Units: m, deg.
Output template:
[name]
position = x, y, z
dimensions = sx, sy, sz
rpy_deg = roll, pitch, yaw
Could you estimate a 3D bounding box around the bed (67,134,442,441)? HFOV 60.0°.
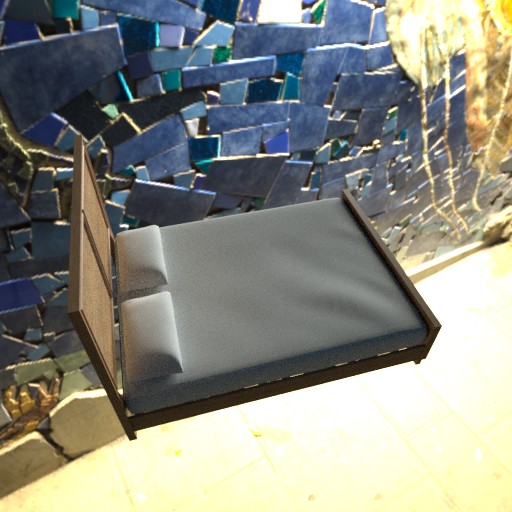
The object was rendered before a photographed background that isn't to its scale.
[bed]
position = 0.000, 0.000, 3.225
dimensions = 2.184, 1.387, 1.606
rpy_deg = -11, 46, -11
